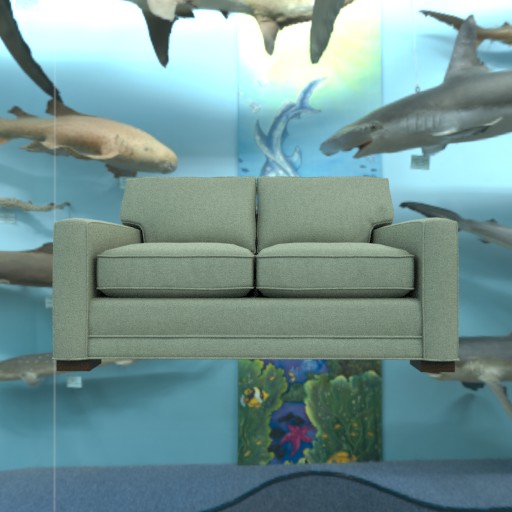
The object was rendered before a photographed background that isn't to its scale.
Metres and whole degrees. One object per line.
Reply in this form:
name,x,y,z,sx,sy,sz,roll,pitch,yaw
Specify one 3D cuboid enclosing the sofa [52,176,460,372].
sofa,0.000,0.000,2.061,1.484,0.853,0.940,0,0,1
